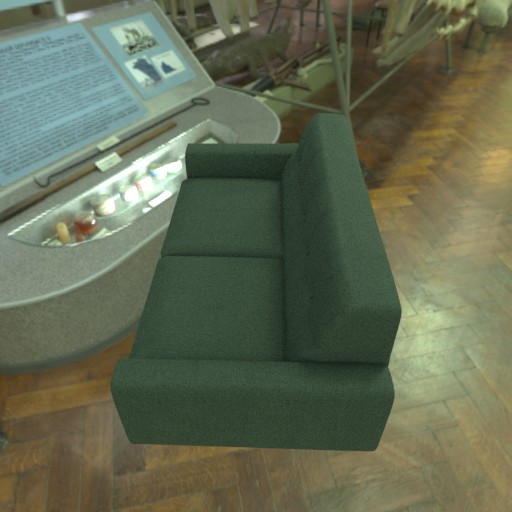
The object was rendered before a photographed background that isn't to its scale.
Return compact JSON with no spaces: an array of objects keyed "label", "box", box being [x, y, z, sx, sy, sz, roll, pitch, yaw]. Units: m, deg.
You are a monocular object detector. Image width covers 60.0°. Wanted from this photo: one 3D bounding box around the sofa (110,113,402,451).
[{"label":"sofa","box":[0.000,0.000,2.056,0.909,0.841,1.631,1,41,1]}]
